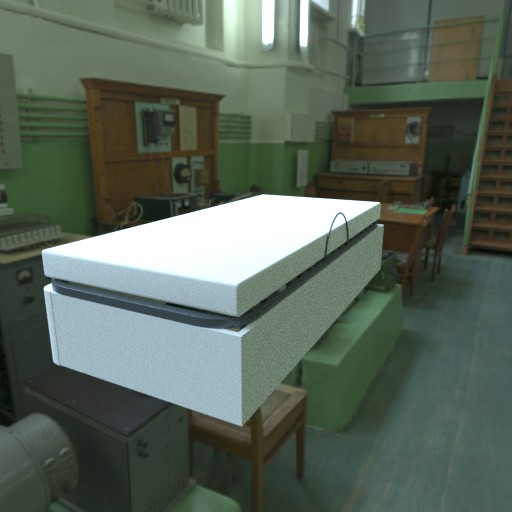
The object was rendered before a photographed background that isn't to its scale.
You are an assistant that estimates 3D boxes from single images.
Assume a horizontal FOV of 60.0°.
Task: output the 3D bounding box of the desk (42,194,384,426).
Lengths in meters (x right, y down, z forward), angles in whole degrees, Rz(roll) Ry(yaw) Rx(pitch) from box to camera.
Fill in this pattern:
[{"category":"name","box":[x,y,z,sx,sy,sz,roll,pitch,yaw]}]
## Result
[{"category":"desk","box":[0.000,0.000,2.311,0.900,0.526,1.900,8,17,27]}]
